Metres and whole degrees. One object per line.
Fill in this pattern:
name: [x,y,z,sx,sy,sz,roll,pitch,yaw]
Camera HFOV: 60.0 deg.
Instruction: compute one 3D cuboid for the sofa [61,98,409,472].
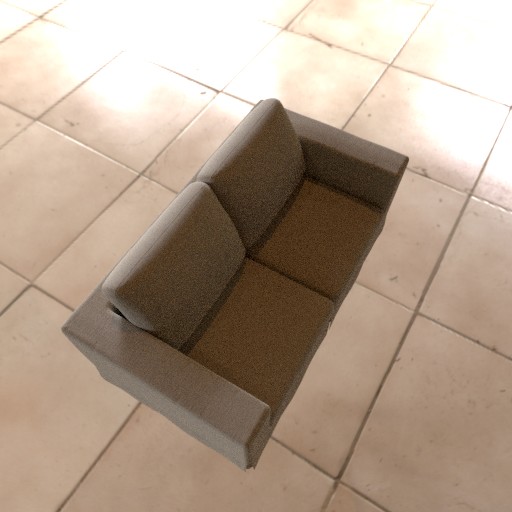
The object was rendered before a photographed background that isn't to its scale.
sofa: [0.000,0.000,2.420,1.009,0.932,1.813,27,62,15]
